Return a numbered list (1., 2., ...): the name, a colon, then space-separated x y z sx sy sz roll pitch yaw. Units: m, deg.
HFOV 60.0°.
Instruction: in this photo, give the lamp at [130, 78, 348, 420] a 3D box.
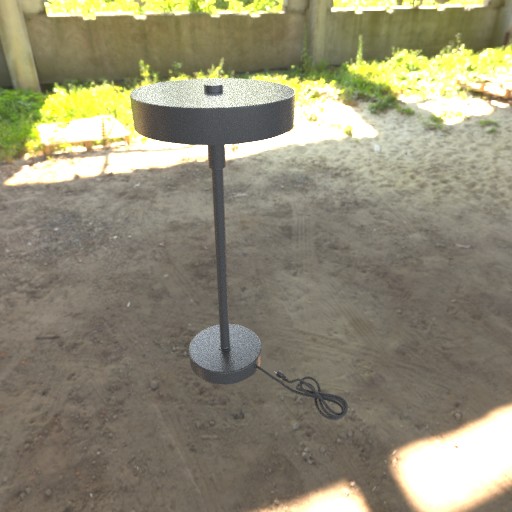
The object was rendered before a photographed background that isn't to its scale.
1. lamp: 0.000 0.000 0.710 0.369 0.508 0.229 18 35 28
